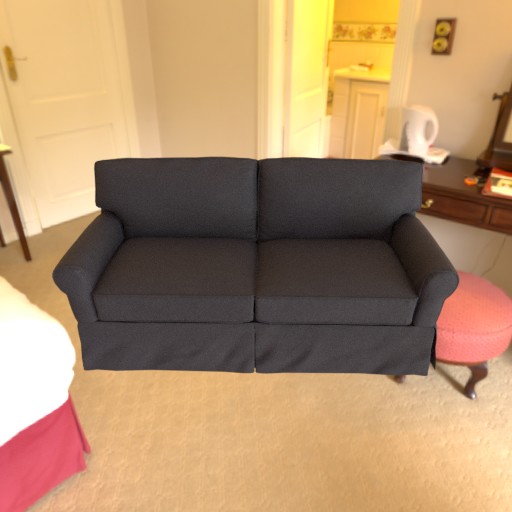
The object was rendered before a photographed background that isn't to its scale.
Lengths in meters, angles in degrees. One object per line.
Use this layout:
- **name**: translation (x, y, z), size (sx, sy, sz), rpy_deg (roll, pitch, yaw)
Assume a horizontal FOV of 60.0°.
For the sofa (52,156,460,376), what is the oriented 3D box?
- **sofa**: translation (0.000, 0.000, 2.832), size (2.256, 1.094, 0.983), rpy_deg (1, 28, 1)
